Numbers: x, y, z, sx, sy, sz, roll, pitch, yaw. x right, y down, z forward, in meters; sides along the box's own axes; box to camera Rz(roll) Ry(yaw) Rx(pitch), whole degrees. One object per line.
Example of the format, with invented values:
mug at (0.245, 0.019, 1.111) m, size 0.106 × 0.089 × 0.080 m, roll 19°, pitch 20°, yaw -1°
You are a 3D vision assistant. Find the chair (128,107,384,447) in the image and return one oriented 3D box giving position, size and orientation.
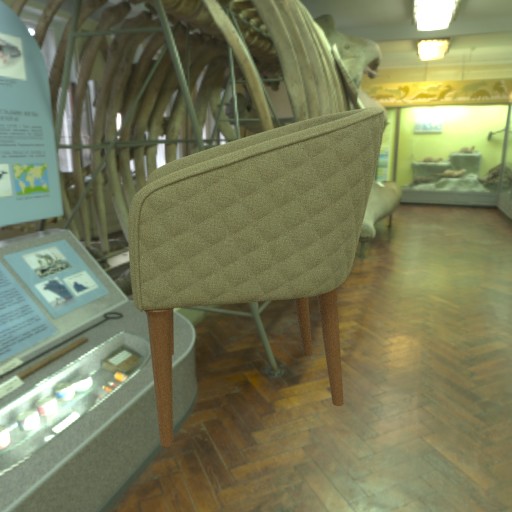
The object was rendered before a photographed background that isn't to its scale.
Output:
chair at (0.000, 0.000, 1.220) m, size 0.616 × 0.775 × 0.584 m, roll -3°, pitch 15°, yaw -10°
